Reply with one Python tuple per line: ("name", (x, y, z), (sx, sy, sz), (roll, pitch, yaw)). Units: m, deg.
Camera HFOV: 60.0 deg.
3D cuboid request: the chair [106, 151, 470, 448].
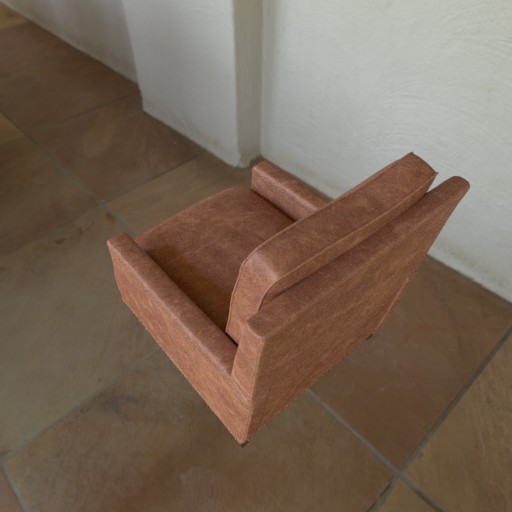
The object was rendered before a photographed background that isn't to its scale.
("chair", (0.000, 0.000, 1.745), (0.854, 1.054, 1.035), (-32, 55, -26))
